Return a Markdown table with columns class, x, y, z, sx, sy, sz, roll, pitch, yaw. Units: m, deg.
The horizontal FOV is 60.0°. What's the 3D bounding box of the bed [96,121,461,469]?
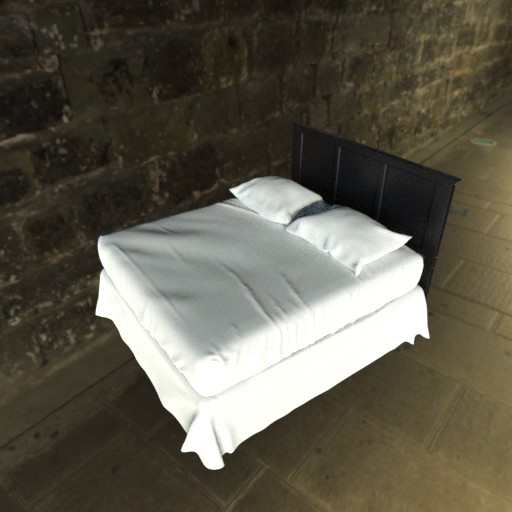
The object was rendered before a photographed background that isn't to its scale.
| class | x | y | z | sx | sy | sz | roll | pitch | yaw |
| --- | --- | --- | --- | --- | --- | --- | --- | --- | --- |
| bed | 0.000 | 0.000 | 3.224 | 2.050 | 1.270 | 1.870 | -20 | 37 | -29 |
